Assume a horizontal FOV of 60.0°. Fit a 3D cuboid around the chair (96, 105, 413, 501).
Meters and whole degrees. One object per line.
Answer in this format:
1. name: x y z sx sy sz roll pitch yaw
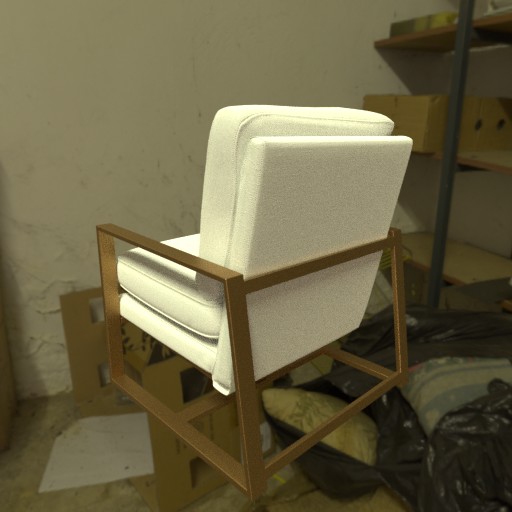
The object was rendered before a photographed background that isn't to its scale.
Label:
1. chair: 0.000 0.000 1.534 0.805 0.966 0.813 -14 21 -42
